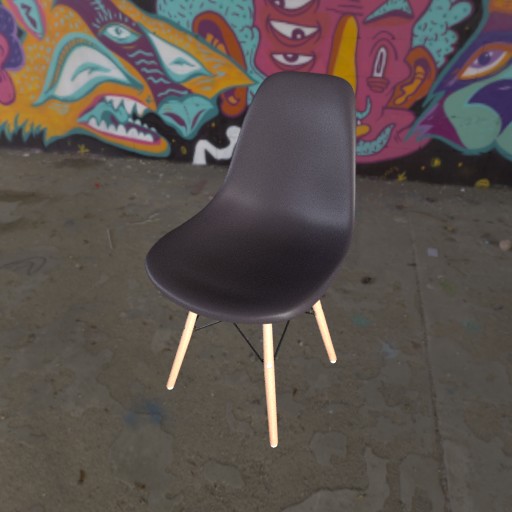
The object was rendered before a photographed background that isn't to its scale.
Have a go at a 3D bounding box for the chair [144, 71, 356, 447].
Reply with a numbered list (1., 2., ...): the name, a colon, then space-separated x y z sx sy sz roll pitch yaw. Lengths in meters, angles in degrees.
1. chair: 0.000 0.000 1.156 0.470 0.825 0.533 18 36 27
